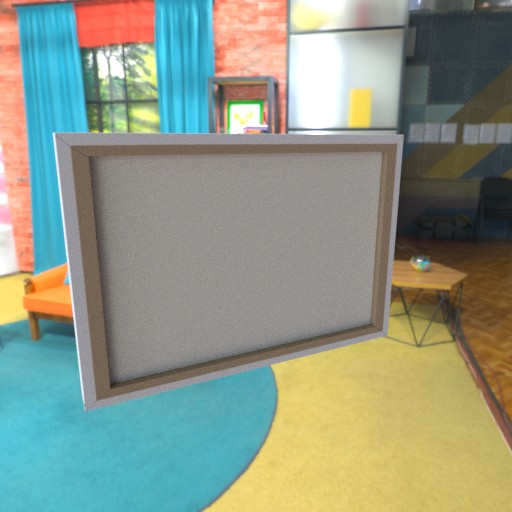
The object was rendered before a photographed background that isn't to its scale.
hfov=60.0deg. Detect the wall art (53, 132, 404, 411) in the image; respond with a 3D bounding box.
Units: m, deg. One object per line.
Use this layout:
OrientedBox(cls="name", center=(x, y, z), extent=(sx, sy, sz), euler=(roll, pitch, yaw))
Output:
OrientedBox(cls="wall art", center=(0.000, 0.000, 0.779), extent=(0.608, 0.414, 0.042), euler=(-7, 16, -26))
